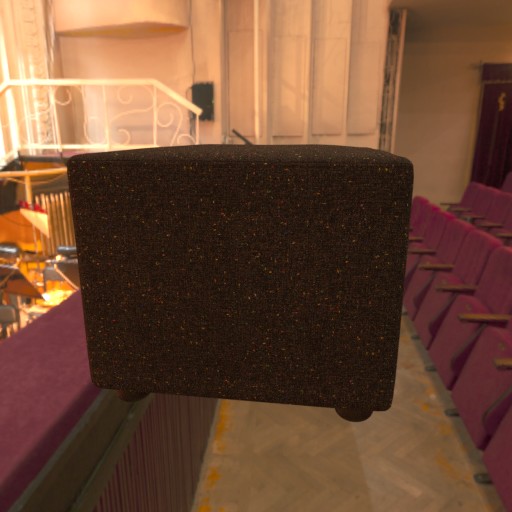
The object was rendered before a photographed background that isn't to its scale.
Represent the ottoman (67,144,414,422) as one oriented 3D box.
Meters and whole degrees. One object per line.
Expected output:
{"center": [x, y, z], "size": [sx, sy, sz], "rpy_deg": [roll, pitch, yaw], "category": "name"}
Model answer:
{"center": [0.000, 0.000, 0.890], "size": [0.508, 0.432, 0.508], "rpy_deg": [2, 15, 8], "category": "ottoman"}
